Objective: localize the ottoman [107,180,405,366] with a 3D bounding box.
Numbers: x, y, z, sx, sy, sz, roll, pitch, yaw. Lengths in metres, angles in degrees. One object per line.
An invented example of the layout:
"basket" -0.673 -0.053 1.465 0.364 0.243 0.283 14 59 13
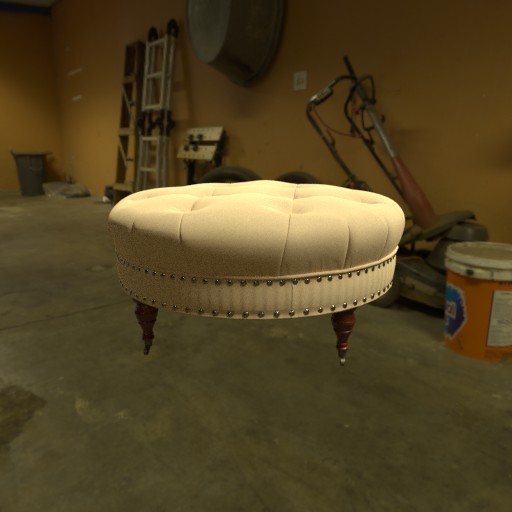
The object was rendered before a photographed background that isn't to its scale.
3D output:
"ottoman" 0.000 0.000 1.417 0.901 0.439 0.901 0 14 0
